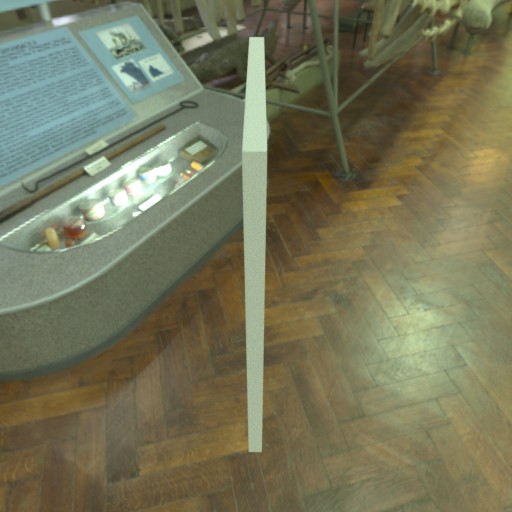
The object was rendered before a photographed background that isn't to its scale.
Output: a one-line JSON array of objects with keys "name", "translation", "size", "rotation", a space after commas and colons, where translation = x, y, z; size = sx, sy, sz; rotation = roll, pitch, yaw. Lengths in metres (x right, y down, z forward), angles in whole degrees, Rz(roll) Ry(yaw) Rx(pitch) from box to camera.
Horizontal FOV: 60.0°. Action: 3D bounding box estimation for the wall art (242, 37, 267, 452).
[{"name": "wall art", "translation": [0.000, 0.000, 0.776], "size": [0.025, 0.608, 0.405], "rotation": [0, 40, 0]}]
